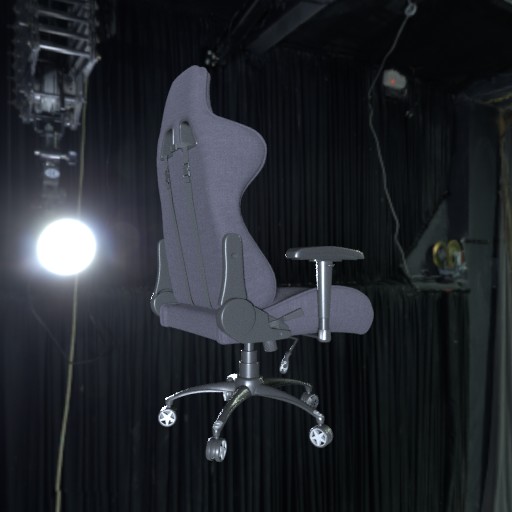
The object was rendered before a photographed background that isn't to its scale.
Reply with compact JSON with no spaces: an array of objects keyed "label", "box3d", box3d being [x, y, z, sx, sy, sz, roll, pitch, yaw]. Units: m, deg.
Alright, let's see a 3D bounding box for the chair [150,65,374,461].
[{"label":"chair","box3d":[0.000,0.000,1.727,0.695,1.300,0.730,0,0,-35]}]
